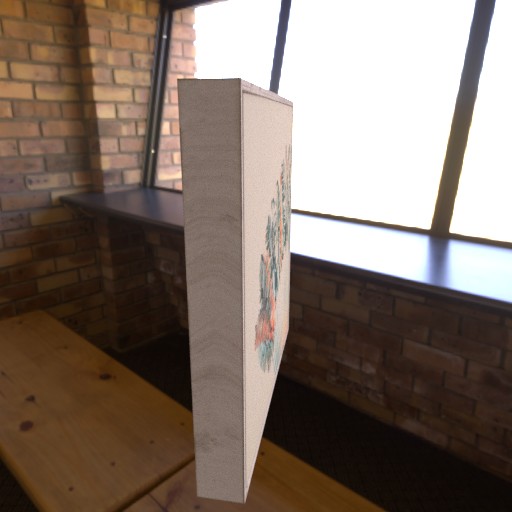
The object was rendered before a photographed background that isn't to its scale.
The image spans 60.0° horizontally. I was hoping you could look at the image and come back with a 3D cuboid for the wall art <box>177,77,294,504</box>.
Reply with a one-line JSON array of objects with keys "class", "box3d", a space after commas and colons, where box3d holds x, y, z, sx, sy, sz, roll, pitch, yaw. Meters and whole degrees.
[{"class": "wall art", "box3d": [0.000, 0.000, 0.441, 0.038, 0.303, 0.305, 3, 17, 10]}]
